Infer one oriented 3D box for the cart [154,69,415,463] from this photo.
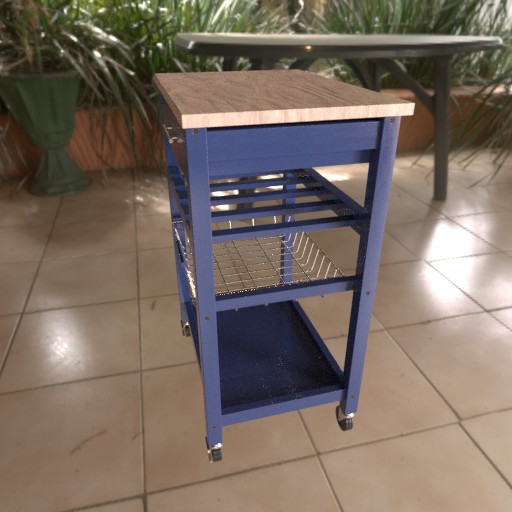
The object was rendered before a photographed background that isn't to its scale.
[{"bbox_3d":[0.000,0.000,1.156,0.403,0.839,0.584,-7,29,-14],"label":"cart"}]
